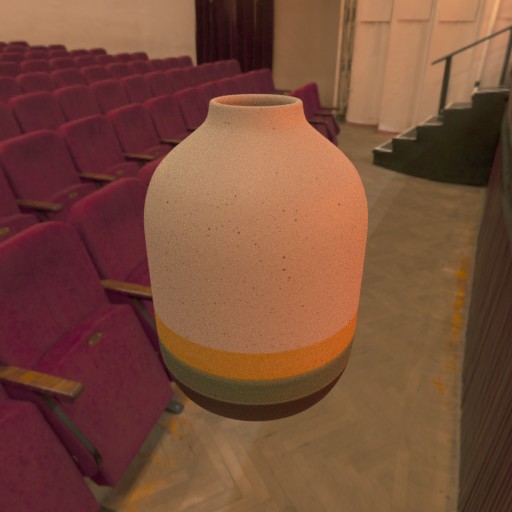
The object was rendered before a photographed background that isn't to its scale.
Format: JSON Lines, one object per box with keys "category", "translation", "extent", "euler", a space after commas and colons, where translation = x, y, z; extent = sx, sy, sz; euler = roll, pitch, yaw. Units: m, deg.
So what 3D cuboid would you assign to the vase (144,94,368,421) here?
{"category": "vase", "translation": [0.000, 0.000, 0.358], "extent": [0.169, 0.240, 0.169], "euler": [0, 27, 0]}
